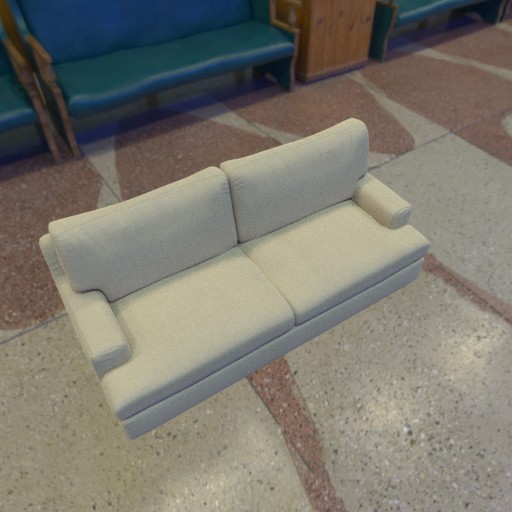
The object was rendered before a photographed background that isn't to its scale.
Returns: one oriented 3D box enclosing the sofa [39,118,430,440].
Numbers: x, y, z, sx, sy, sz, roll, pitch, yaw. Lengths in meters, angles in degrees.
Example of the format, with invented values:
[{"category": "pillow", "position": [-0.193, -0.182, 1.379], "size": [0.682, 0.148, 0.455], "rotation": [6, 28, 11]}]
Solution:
[{"category": "sofa", "position": [0.000, 0.000, 2.647], "size": [2.147, 0.925, 0.929], "rotation": [-24, 50, -22]}]
